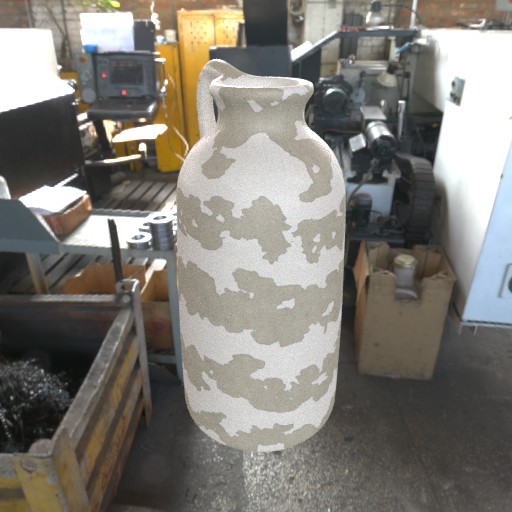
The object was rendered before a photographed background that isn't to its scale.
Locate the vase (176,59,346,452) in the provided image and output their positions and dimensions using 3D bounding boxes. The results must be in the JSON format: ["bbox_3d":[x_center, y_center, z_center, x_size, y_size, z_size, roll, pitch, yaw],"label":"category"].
[{"bbox_3d":[0.000,0.000,0.478,0.186,0.382,0.203,-19,33,-32],"label":"vase"}]
